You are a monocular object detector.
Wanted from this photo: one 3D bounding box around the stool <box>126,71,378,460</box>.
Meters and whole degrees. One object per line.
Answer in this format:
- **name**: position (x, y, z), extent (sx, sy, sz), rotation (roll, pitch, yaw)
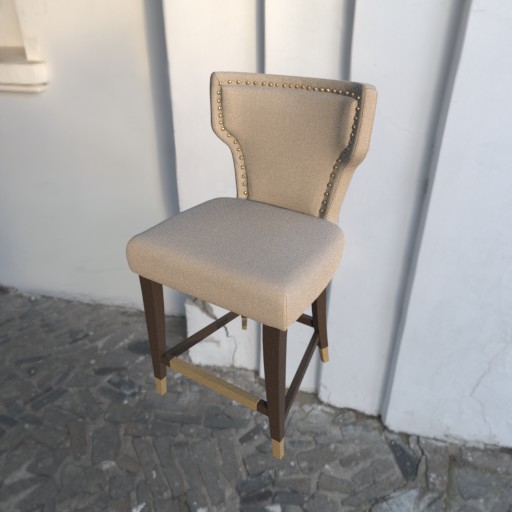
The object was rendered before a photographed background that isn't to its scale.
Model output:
- **stool**: position (0.000, 0.000, 1.349), extent (0.527, 0.982, 0.563), rotation (17, 34, 28)
